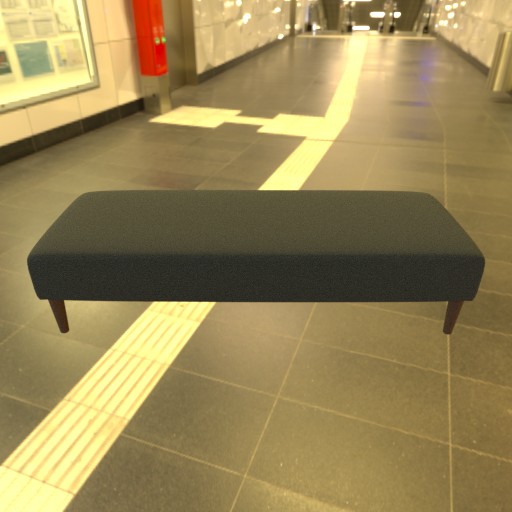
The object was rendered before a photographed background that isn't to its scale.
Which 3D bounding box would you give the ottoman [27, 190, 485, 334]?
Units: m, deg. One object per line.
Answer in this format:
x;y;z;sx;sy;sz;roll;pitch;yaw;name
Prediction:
0.000;0.000;1.872;1.609;0.393;0.646;0;31;0;ottoman
